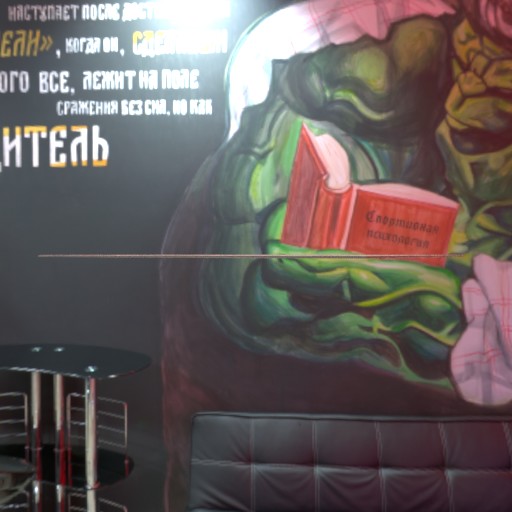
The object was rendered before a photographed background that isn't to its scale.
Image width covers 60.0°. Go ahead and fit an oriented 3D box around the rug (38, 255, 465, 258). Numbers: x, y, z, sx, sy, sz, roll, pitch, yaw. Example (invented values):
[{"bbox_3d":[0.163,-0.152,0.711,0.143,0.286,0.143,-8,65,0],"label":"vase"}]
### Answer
[{"bbox_3d":[0.000,0.000,3.823,2.895,0.018,2.288,0,0,36],"label":"rug"}]
